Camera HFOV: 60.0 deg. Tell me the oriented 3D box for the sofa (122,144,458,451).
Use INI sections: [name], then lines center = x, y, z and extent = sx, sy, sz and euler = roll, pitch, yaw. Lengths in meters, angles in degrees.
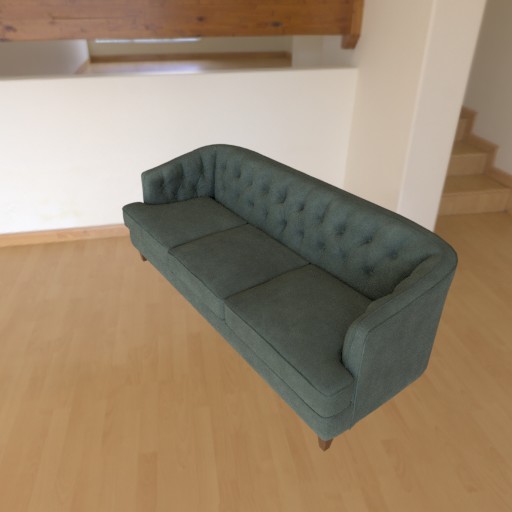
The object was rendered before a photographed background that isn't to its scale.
[sofa]
center = 0.000, 0.000, 2.803
extent = 0.941, 0.855, 2.278
euler = -20, 36, -30
